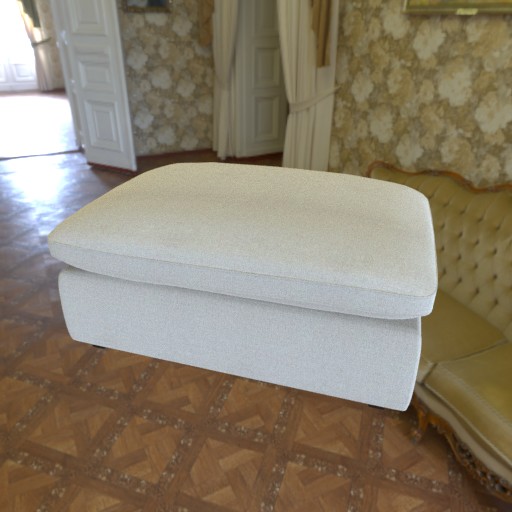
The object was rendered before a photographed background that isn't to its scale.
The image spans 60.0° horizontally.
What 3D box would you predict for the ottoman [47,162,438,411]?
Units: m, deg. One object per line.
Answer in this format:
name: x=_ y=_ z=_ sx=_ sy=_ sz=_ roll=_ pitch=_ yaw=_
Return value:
ottoman: x=0.000 y=0.000 z=1.364 sx=0.984 sy=0.453 sz=0.686 roll=8 pitch=29 yaw=15
